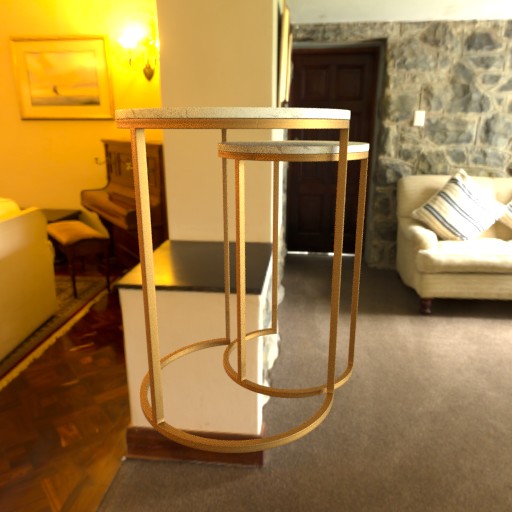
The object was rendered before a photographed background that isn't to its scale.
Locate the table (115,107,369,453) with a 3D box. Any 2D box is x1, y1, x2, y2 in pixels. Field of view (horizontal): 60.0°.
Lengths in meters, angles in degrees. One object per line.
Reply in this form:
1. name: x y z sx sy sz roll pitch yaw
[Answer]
1. table: 0.000 0.000 0.891 0.507 0.550 0.400 -15 22 -42
